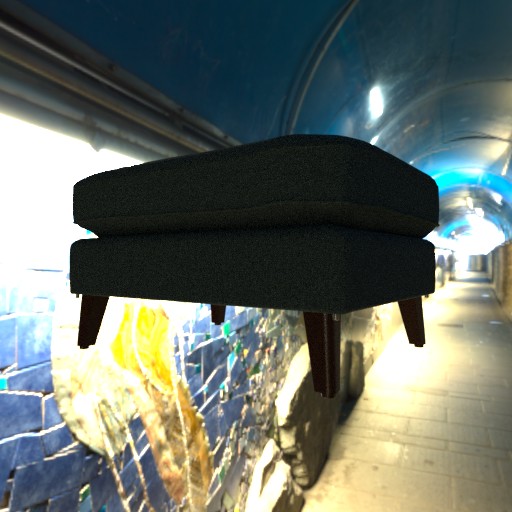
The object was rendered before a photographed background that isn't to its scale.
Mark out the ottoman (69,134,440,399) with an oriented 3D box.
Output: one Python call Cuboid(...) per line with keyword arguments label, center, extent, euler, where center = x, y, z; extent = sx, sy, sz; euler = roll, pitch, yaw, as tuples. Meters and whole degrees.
Cuboid(label="ottoman", center=(0.000, 0.000, 1.222), extent=(0.835, 0.503, 0.629), euler=(0, -1, 36))
